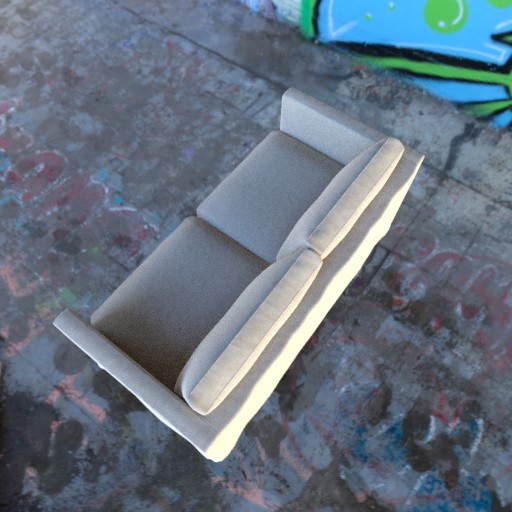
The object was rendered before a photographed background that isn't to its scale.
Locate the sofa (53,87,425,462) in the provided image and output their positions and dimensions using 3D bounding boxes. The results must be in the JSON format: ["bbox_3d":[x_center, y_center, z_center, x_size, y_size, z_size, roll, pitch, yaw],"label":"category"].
[{"bbox_3d":[0.000,0.000,2.505,0.962,0.835,1.959,34,67,16],"label":"sofa"}]
